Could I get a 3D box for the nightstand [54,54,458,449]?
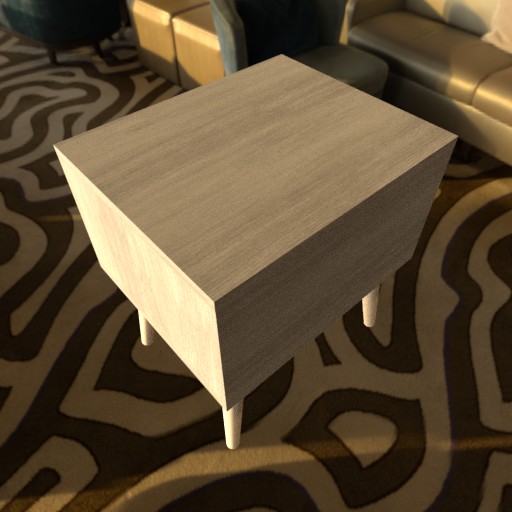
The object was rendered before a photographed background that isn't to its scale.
[{"bbox_3d":[0.000,0.000,0.824,0.450,0.500,0.380,-33,56,-27],"label":"nightstand"}]
